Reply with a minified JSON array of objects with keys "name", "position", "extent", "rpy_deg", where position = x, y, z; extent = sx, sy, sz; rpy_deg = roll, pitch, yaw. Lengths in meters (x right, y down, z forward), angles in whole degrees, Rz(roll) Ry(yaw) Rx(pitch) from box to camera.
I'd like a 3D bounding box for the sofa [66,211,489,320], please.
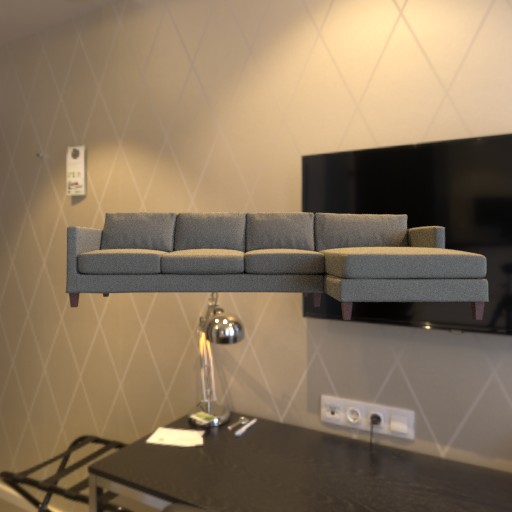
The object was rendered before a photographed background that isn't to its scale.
[{"name":"sofa","position":[0.000,0.000,3.818],"extent":[3.186,0.861,1.625],"rpy_deg":[0,1,-1]}]
